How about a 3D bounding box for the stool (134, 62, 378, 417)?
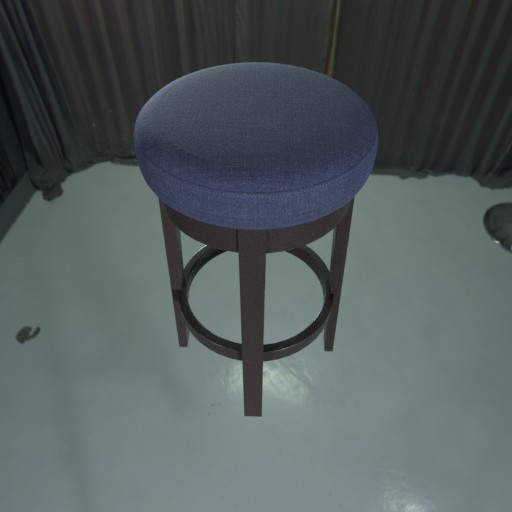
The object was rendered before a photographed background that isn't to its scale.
[{"bbox_3d":[0.000,0.000,1.031,0.446,0.758,0.446,0,47,0],"label":"stool"}]
